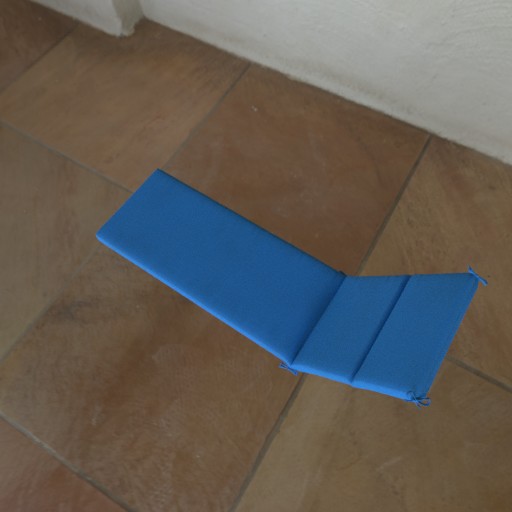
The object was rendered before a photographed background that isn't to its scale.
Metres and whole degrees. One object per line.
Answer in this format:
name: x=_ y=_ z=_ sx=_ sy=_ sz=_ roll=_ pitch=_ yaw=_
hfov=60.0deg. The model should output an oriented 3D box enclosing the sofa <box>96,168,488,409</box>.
sofa: x=0.000 y=0.000 z=1.949 sx=1.663 sy=0.622 sz=0.582 roll=31 pitch=67 yaw=14
